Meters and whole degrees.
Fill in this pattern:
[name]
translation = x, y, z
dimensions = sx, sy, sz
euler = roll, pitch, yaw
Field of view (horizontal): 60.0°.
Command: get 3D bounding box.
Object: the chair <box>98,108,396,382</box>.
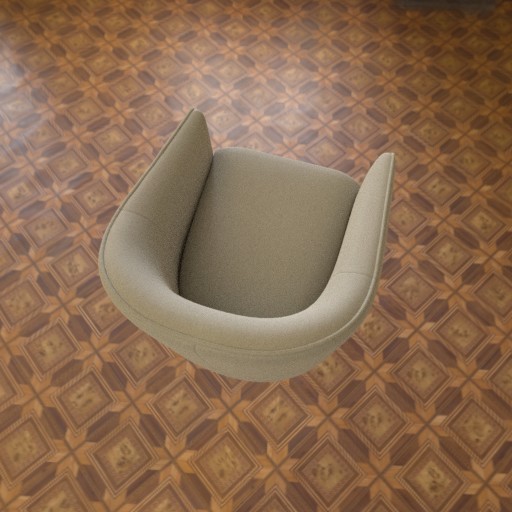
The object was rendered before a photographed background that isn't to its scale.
[chair]
translation = 0.000, 0.000, 1.449
dimensions = 0.747, 0.799, 0.875
euler = 15, 63, 8
